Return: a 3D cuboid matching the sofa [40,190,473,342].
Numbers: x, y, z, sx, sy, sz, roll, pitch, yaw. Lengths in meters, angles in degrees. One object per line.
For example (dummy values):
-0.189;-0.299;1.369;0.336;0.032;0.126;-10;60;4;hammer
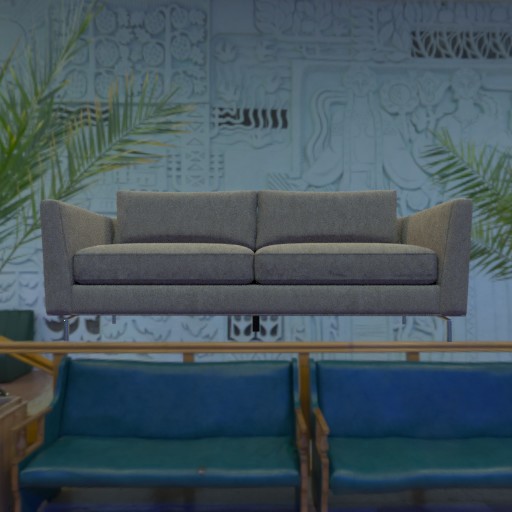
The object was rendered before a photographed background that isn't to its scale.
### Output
0.000;0.000;2.574;2.121;0.864;0.889;0;-2;1;sofa
